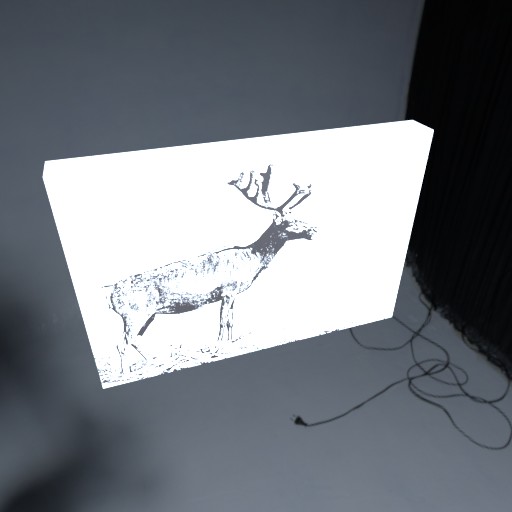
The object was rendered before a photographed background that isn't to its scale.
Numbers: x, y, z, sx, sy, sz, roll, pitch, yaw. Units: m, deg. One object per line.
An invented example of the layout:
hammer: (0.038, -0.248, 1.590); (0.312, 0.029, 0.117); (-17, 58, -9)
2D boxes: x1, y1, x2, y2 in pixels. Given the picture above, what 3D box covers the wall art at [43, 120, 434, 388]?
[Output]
wall art: (0.000, 0.000, 0.500); (0.381, 0.259, 0.038); (-11, 35, -15)
